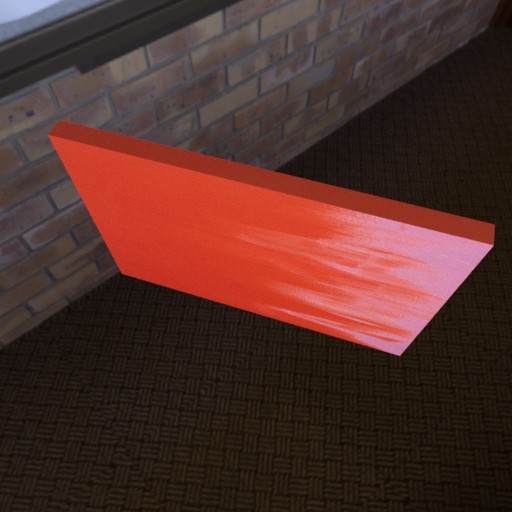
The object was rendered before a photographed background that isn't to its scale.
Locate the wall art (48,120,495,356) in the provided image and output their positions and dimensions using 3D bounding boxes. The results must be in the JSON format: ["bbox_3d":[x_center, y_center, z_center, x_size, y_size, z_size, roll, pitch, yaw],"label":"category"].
[{"bbox_3d":[0.000,0.000,0.758,0.607,0.405,0.033,15,60,9],"label":"wall art"}]
